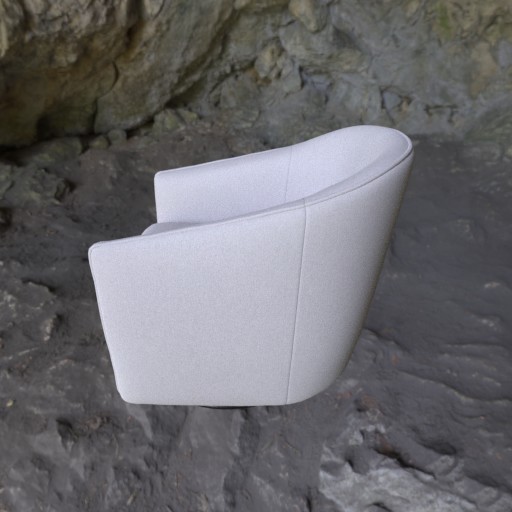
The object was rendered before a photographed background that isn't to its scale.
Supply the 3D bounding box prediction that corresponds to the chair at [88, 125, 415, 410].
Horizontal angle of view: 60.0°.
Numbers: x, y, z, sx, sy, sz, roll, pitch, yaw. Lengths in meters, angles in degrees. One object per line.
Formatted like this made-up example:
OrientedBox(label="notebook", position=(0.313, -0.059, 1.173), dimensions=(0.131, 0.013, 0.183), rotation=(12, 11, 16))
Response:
OrientedBox(label="chair", position=(0.000, 0.000, 1.457), dimensions=(0.875, 0.799, 0.747), rotation=(1, 25, 2))
